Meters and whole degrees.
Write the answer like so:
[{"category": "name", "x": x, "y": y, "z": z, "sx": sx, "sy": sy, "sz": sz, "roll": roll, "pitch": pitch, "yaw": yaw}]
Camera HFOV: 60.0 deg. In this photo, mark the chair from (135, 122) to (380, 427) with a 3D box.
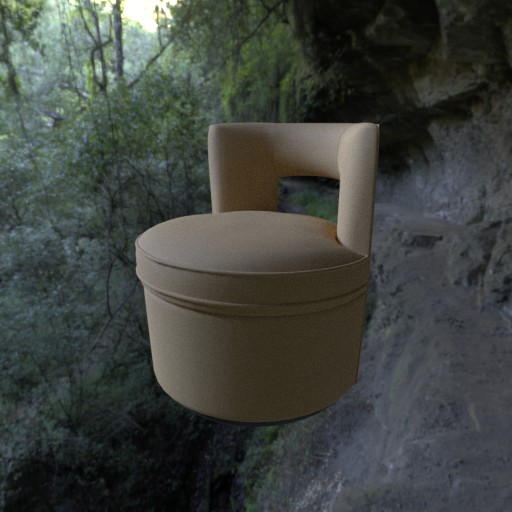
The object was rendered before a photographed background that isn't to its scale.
[{"category": "chair", "x": 0.000, "y": 0.000, "z": 1.256, "sx": 0.665, "sy": 0.723, "sz": 0.650, "roll": -16, "pitch": 23, "yaw": -42}]
